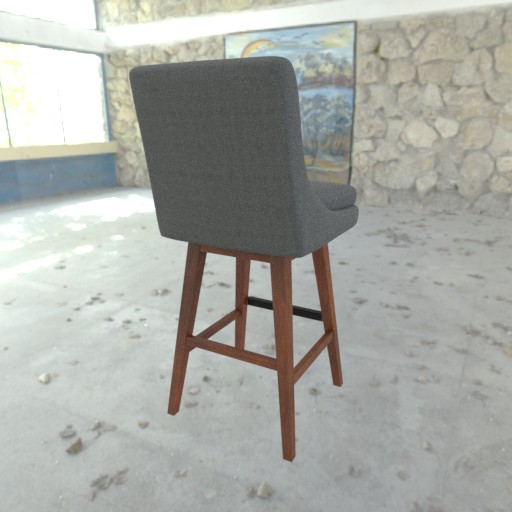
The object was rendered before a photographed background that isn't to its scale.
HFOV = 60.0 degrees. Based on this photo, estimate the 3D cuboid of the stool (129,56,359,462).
[{"bbox_3d":[0.000,0.000,1.261,0.447,0.977,0.524,9,19,28],"label":"stool"}]
